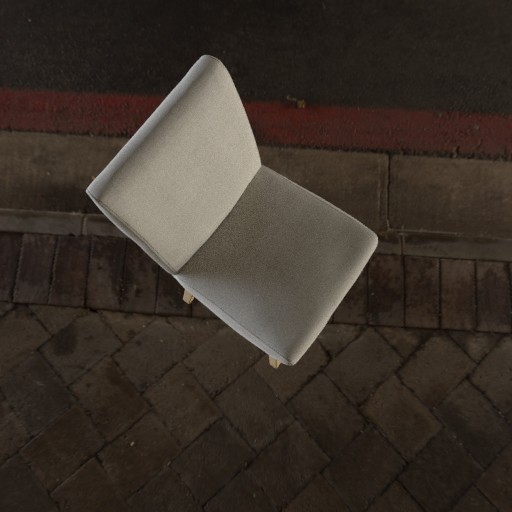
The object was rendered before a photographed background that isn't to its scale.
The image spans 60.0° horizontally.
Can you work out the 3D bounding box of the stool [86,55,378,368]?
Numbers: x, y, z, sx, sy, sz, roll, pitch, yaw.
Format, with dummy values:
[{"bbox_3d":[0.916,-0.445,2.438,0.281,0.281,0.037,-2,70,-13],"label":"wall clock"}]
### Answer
[{"bbox_3d":[0.000,0.000,1.315,0.543,1.015,0.446,35,79,8],"label":"stool"}]
